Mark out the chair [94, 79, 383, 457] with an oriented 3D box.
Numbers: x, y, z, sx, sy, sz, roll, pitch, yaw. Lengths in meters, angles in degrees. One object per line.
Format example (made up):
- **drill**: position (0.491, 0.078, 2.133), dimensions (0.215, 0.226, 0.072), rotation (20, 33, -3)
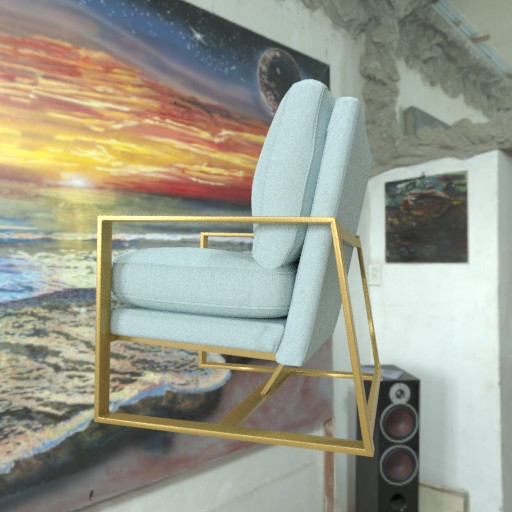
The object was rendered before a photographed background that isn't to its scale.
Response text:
- **chair**: position (0.000, 0.000, 1.523), dimensions (0.813, 0.956, 0.758), rotation (0, -1, 18)
